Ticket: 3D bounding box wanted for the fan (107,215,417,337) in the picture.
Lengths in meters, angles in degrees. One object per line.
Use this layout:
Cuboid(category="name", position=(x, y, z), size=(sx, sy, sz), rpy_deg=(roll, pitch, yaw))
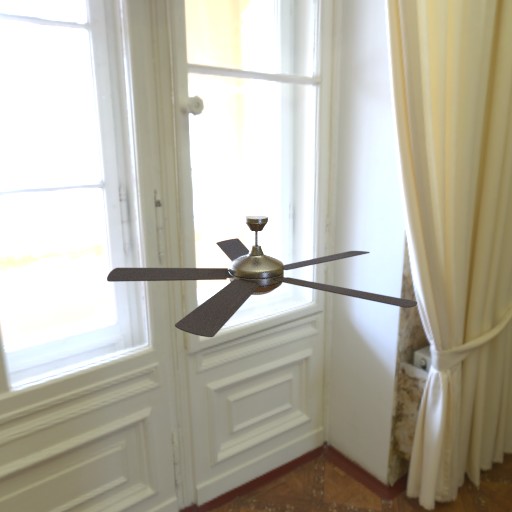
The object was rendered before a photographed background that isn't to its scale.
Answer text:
Cuboid(category="fan", position=(0.000, 0.000, 1.998), size=(1.321, 0.356, 1.321), rpy_deg=(2, 15, 9))
